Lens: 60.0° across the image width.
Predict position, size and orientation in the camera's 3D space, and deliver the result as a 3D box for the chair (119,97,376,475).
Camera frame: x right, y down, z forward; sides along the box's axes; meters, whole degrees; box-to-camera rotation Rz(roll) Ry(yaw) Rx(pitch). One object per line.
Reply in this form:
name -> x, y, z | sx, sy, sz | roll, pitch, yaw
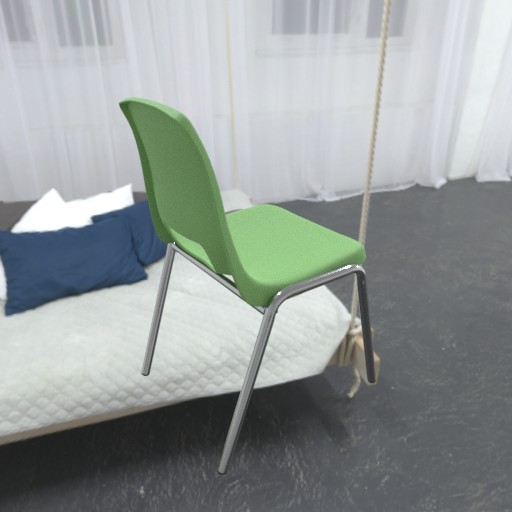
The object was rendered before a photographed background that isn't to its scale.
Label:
chair -> 0.000, 0.000, 0.921 | 0.436, 0.653, 0.381 | -19, 33, -33
